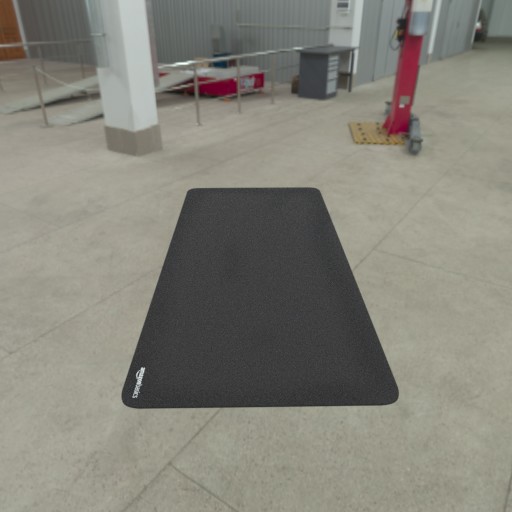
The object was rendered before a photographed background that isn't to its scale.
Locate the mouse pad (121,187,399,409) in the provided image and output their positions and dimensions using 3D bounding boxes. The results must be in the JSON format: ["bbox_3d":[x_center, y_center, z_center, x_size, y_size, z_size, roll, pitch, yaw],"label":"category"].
[{"bbox_3d":[0.000,0.000,1.046,0.424,0.003,0.907,0,29,-1],"label":"mouse pad"}]
